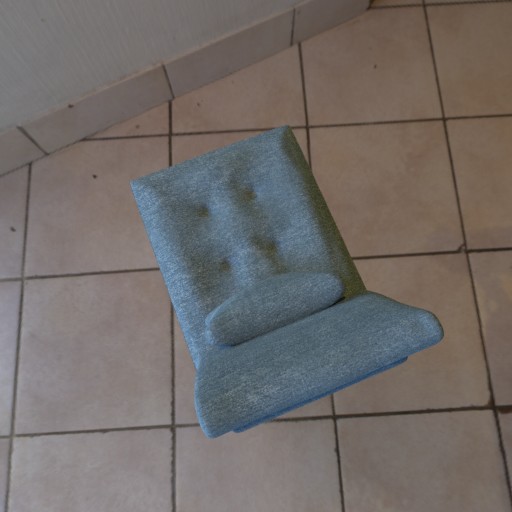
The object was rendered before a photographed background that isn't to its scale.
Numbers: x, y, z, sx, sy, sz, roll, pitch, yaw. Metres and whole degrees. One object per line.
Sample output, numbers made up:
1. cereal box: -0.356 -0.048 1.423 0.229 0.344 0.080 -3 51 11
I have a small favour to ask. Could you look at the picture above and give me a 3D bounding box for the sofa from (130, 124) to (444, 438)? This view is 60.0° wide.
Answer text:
1. sofa: 0.000 0.000 1.572 0.700 0.820 1.000 -21 77 -5
